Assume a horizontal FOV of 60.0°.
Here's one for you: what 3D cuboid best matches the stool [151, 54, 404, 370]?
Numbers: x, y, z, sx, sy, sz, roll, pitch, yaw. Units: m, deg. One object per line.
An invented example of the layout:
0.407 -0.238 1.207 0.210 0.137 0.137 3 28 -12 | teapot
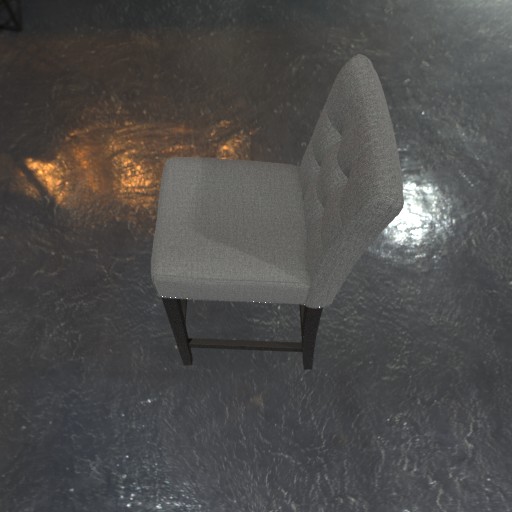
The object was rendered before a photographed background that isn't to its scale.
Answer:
0.000 0.000 1.305 0.548 1.047 0.411 -1 59 0 | stool
